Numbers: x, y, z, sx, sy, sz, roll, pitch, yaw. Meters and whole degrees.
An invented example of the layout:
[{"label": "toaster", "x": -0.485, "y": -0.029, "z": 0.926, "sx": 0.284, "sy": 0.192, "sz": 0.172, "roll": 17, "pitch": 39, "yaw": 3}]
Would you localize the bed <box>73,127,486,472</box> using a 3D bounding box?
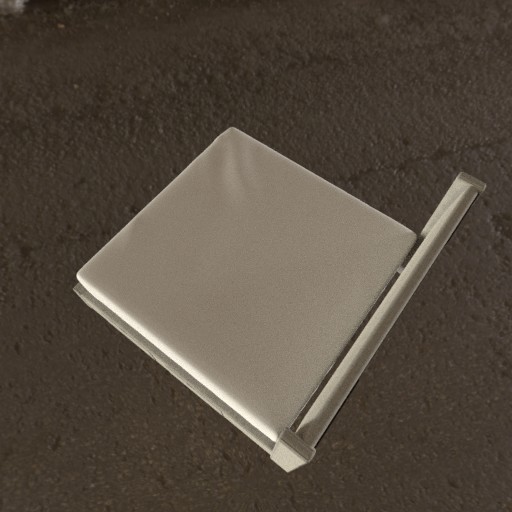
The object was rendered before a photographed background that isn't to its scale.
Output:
[{"label": "bed", "x": 0.000, "y": 0.000, "z": 3.539, "sx": 2.280, "sy": 1.470, "sz": 2.140, "roll": 34, "pitch": 67, "yaw": 16}]
